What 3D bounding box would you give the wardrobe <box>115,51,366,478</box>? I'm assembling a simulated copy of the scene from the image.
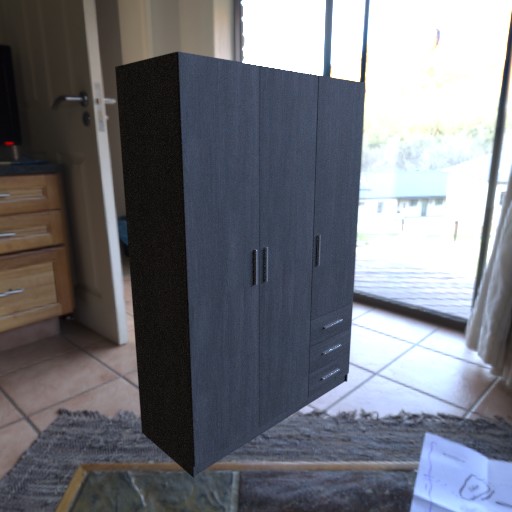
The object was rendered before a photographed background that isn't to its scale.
[{"bbox_3d":[0.000,0.000,2.509,1.290,1.910,0.510,-14,20,-43],"label":"wardrobe"}]
